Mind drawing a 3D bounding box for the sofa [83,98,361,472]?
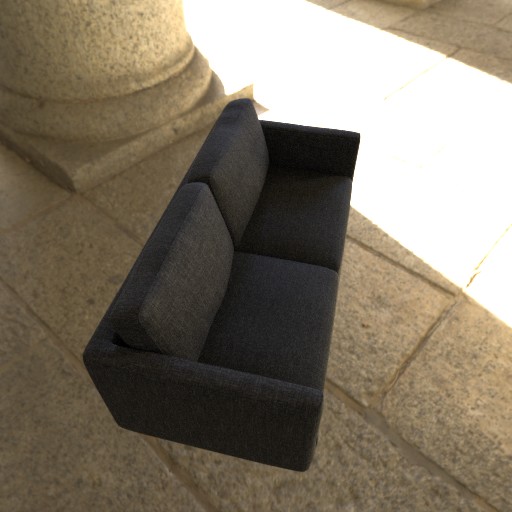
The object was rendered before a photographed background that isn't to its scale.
[{"bbox_3d":[0.000,0.000,2.406,0.950,0.963,1.884,10,48,9],"label":"sofa"}]
